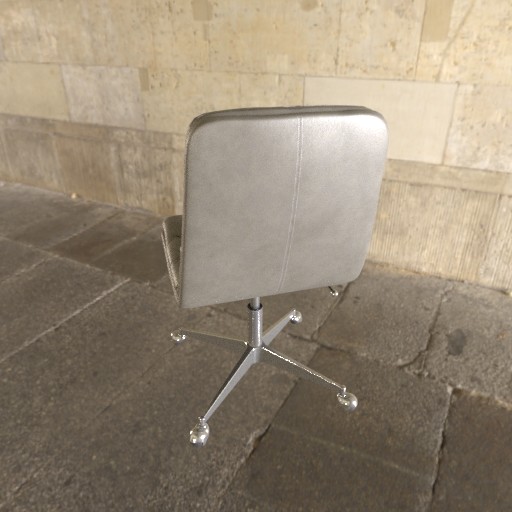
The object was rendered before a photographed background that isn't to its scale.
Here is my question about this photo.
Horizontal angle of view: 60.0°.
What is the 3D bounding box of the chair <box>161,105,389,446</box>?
[{"bbox_3d":[0.000,0.000,1.050,0.422,0.738,0.485,-8,28,-15],"label":"chair"}]
